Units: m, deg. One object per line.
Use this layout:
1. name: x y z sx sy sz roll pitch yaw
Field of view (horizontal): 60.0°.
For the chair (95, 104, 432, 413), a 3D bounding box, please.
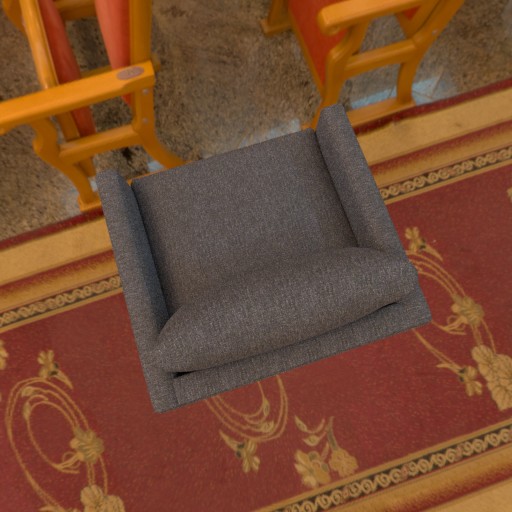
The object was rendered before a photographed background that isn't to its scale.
1. chair: 0.000 0.000 1.678 0.963 0.861 0.866 -17 76 -5
